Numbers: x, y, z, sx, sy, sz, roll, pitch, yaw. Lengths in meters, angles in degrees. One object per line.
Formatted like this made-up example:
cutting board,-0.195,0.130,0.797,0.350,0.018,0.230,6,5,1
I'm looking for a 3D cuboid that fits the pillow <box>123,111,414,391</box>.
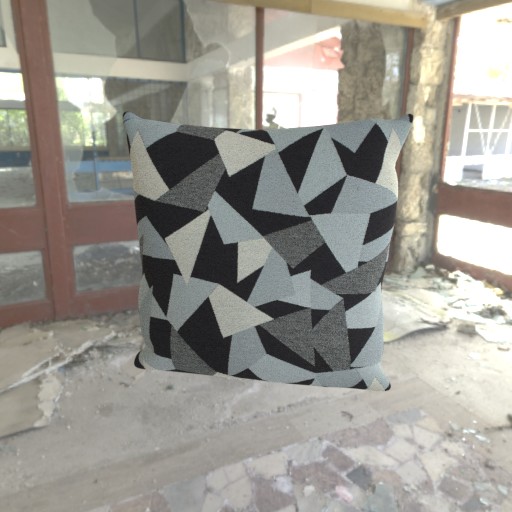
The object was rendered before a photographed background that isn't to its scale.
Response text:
pillow,0.000,0.000,0.792,0.503,0.496,0.208,3,15,10
